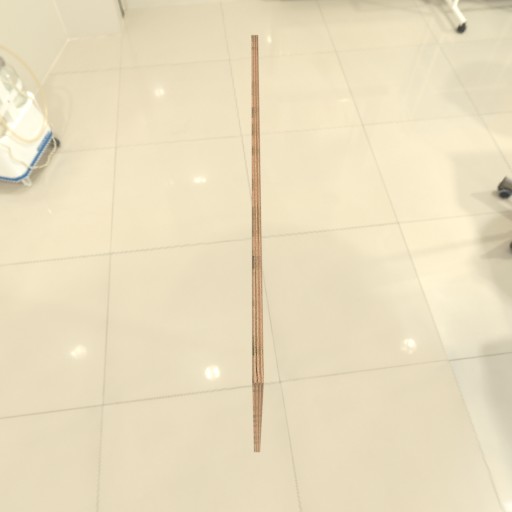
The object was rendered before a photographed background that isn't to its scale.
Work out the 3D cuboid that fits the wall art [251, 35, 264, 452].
[{"bbox_3d":[0.000,0.000,0.689,0.010,0.408,0.508,0,58,0],"label":"wall art"}]
